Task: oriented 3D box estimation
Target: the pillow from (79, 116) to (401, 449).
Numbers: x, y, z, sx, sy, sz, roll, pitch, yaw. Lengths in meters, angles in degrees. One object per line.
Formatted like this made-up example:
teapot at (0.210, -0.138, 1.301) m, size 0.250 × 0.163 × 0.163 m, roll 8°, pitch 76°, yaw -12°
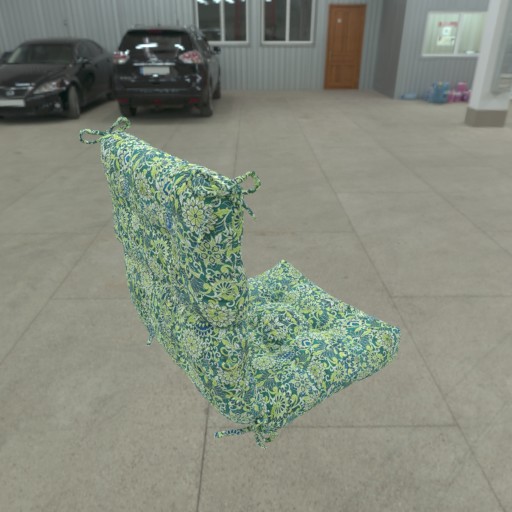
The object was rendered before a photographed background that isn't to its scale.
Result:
pillow at (0.000, 0.000, 1.022) m, size 0.571 × 0.605 × 0.519 m, roll -18°, pitch 32°, yaw -32°
